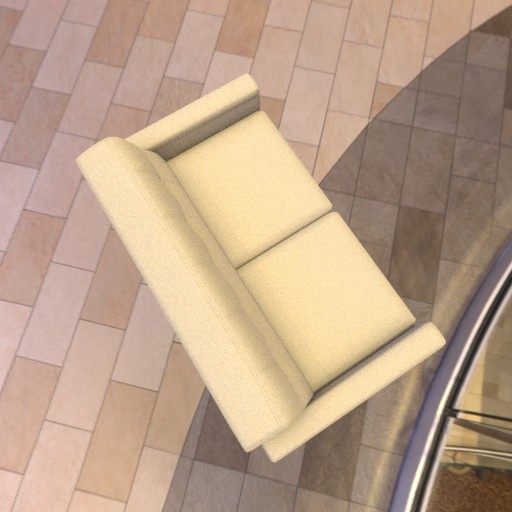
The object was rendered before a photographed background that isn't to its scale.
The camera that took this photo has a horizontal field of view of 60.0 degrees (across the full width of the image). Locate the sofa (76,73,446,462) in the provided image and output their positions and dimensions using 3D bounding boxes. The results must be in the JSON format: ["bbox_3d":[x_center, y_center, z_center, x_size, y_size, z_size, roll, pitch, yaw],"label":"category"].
[{"bbox_3d":[0.000,0.000,2.209,0.980,0.892,1.655,-32,77,-8],"label":"sofa"}]
